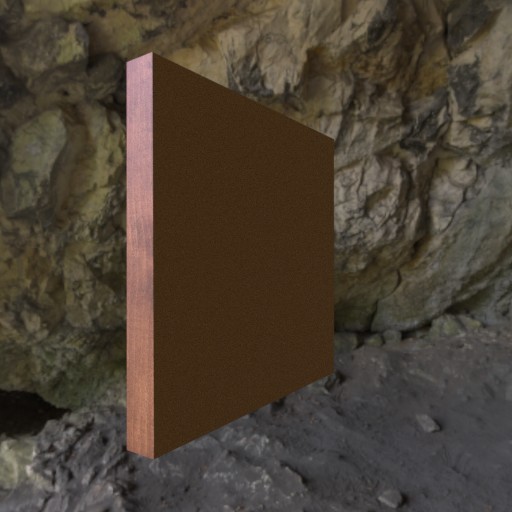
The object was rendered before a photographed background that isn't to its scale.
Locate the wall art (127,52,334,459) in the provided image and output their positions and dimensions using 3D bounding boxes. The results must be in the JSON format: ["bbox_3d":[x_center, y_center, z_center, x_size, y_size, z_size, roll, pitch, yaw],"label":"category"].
[{"bbox_3d":[0.000,0.000,0.586,0.038,0.385,0.386,0,0,36],"label":"wall art"}]
